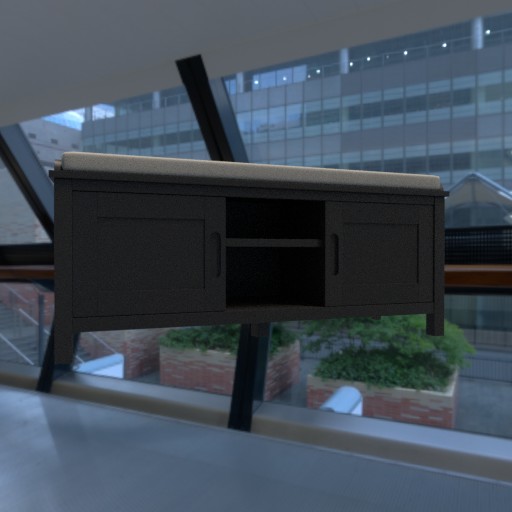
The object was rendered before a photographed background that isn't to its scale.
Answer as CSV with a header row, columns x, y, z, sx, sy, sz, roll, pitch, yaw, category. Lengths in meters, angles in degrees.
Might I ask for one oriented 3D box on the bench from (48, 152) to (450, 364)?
x,y,z,sx,sy,sz,roll,pitch,yaw,category
0.000,0.000,1.392,1.140,0.501,0.398,0,1,-18,bench
